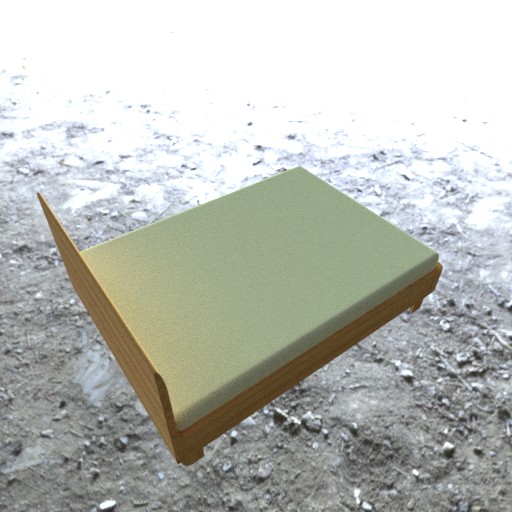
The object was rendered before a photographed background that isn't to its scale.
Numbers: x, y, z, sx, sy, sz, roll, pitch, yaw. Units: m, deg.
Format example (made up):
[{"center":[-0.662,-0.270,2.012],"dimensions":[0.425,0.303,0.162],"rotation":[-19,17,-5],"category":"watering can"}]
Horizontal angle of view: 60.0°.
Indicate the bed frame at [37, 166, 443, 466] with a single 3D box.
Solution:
[{"center":[0.000,0.000,2.803],"dimensions":[1.992,0.940,1.472],"rotation":[-26,48,-26],"category":"bed frame"}]
